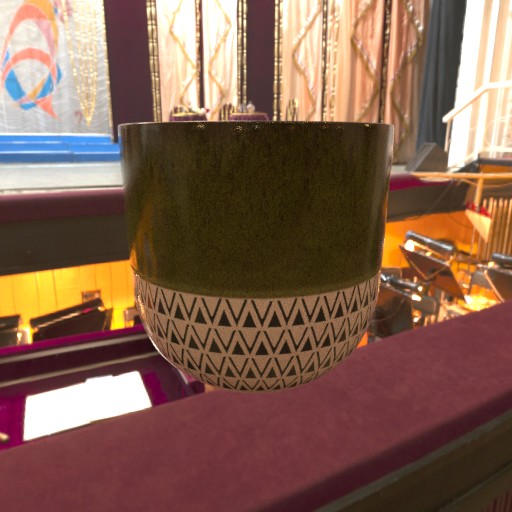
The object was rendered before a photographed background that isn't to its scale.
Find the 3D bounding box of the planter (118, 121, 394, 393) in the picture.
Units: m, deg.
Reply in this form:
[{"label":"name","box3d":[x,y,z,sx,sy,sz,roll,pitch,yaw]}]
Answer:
[{"label":"planter","box3d":[0.000,0.000,0.478,0.266,0.270,0.266,0,15,0]}]
